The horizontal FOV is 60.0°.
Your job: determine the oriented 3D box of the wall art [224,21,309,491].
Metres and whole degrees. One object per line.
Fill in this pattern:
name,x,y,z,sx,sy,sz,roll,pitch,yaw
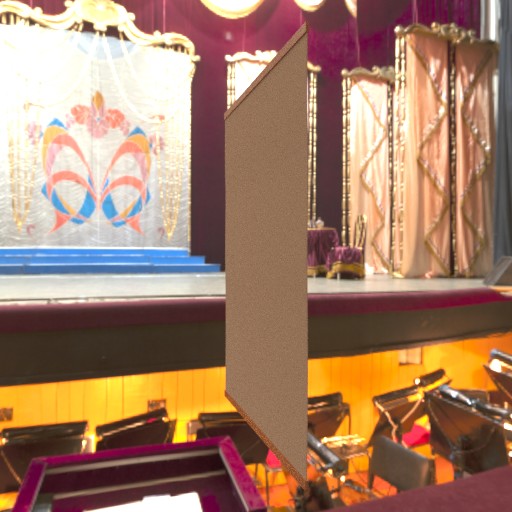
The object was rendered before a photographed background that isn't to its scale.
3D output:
wall art,0.000,0.000,1.920,0.019,1.527,1.019,0,1,-19
